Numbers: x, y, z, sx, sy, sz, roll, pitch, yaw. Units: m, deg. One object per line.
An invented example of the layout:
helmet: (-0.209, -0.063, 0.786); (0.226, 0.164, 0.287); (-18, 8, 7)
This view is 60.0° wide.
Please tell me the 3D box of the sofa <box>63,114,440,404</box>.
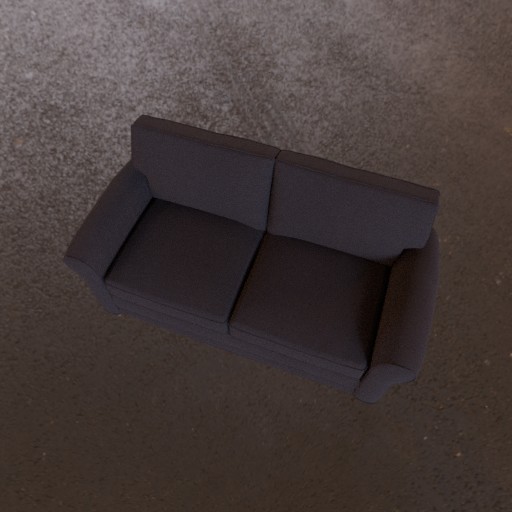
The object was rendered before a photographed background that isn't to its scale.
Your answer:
sofa: (0.000, 0.000, 2.591); (2.009, 1.031, 0.951); (17, 59, 10)
